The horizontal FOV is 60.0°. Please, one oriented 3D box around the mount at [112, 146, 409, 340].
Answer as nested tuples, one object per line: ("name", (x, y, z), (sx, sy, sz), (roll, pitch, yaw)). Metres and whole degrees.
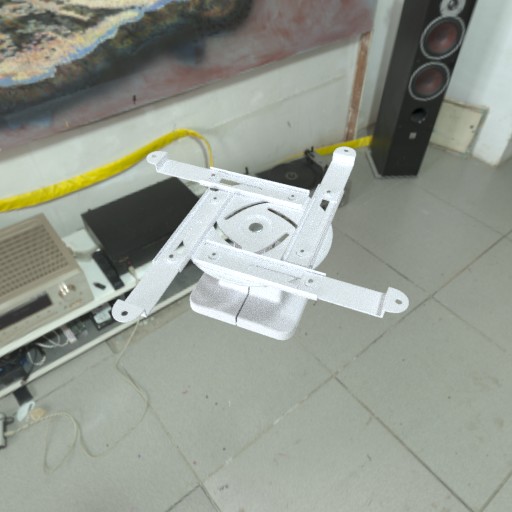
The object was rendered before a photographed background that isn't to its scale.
("mount", (0.000, 0.000, 0.602), (0.394, 0.141, 0.394), (16, 48, 15))
